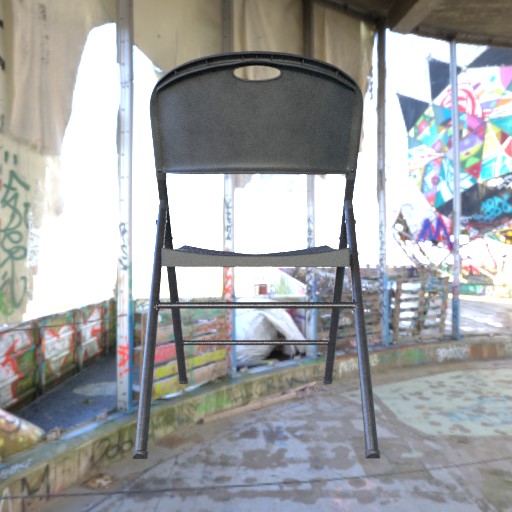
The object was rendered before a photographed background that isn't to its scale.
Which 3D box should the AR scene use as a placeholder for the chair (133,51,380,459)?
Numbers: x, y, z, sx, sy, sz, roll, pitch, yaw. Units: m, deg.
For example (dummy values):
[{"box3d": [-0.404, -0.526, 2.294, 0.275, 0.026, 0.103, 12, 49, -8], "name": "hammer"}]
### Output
[{"box3d": [0.000, 0.000, 1.146, 0.494, 0.810, 0.567, 0, 0, 0], "name": "chair"}]
